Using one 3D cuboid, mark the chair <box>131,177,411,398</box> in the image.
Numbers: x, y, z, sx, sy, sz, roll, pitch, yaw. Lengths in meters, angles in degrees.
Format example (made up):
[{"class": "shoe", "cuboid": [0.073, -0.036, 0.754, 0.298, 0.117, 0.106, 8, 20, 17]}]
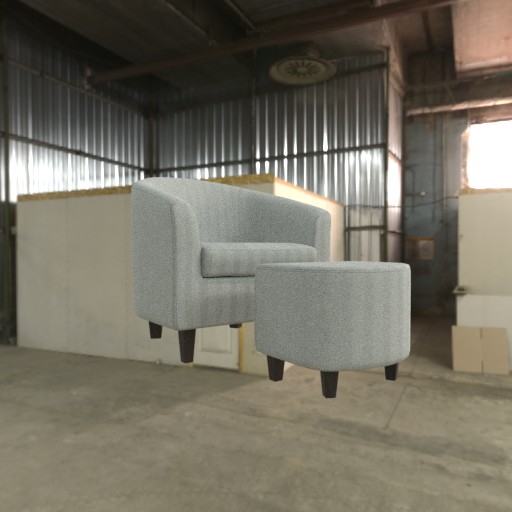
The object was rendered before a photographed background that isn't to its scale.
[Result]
[{"class": "chair", "cuboid": [0.000, 0.000, 1.741, 0.756, 0.757, 1.288, -1, 2, -36]}]
